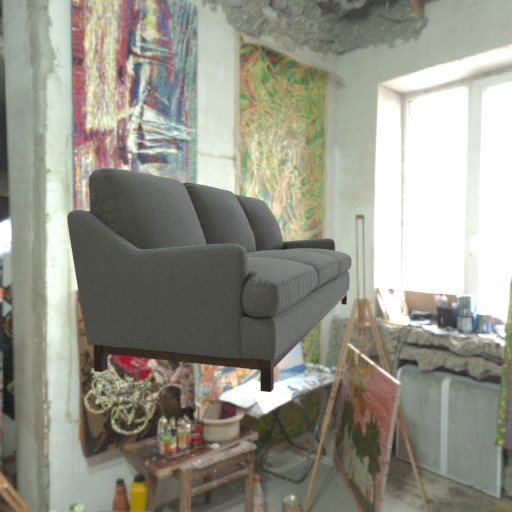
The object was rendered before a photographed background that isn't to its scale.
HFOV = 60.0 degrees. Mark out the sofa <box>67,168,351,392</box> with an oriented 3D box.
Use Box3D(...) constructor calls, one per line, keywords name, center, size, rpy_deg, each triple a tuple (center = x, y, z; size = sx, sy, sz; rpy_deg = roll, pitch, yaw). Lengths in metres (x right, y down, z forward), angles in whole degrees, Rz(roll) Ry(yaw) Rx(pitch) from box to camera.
Box3D(name="sofa", center=(0.000, 0.000, 2.895), size=(0.987, 0.926, 2.344), rpy_deg=(1, 3, 19))
